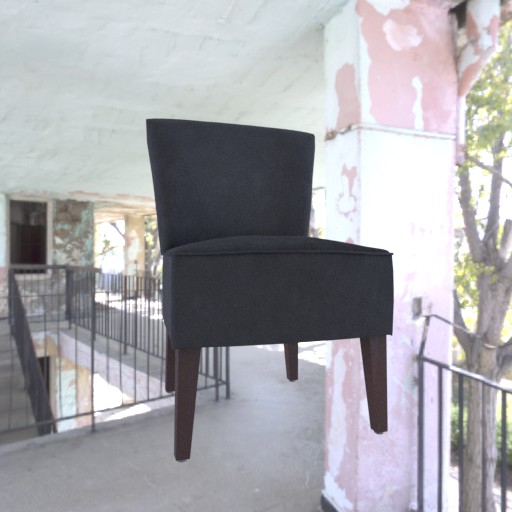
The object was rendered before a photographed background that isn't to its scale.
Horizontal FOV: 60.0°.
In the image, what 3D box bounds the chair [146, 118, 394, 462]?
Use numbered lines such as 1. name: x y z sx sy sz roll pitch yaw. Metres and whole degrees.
1. chair: 0.000 0.000 1.147 0.521 0.806 0.554 0 0 -18
